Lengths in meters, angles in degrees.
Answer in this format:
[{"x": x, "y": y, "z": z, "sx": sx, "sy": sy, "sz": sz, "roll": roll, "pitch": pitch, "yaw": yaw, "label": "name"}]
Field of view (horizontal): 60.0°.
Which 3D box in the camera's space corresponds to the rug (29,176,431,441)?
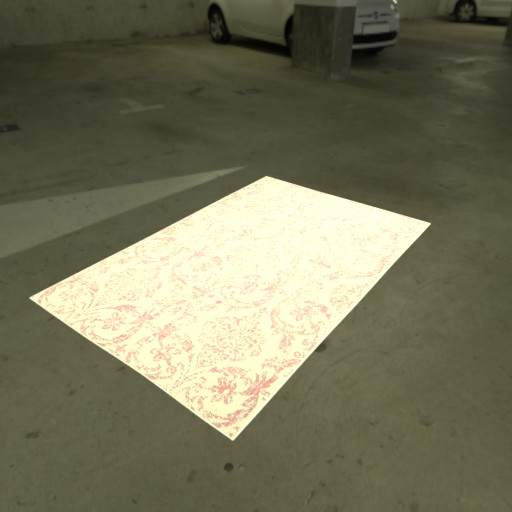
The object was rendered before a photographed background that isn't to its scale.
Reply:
[{"x": 0.000, "y": 0.000, "z": 3.486, "sx": 1.819, "sy": 0.018, "sz": 2.746, "roll": 22, "pitch": 38, "yaw": 31, "label": "rug"}]
